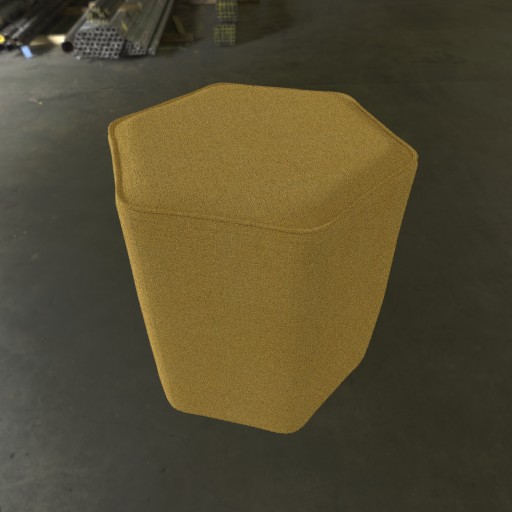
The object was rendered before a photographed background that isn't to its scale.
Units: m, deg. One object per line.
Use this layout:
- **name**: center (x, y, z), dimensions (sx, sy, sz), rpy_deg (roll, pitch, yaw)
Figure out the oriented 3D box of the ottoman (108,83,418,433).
- **ottoman**: center (0.000, 0.000, 0.840), dimensions (0.443, 0.502, 0.494), rpy_deg (-11, 43, -13)
